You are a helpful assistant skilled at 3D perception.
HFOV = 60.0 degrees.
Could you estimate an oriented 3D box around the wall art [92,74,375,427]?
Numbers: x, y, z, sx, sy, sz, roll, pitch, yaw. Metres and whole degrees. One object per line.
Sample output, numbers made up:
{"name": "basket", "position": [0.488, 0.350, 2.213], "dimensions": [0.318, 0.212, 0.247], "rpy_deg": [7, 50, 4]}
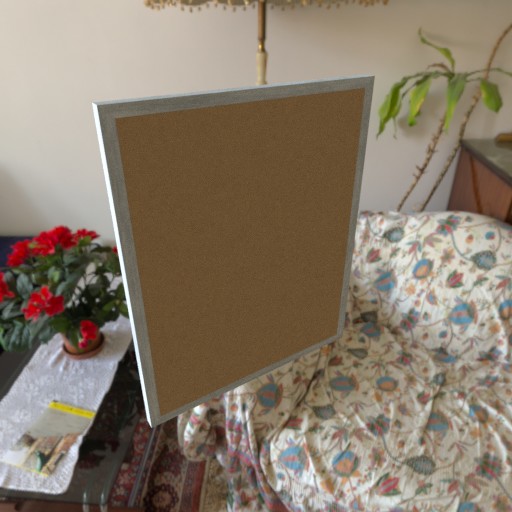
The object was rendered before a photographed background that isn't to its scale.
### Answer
{"name": "wall art", "position": [0.000, 0.000, 0.808], "dimensions": [0.479, 0.582, 0.022], "rpy_deg": [-18, 34, -28]}
